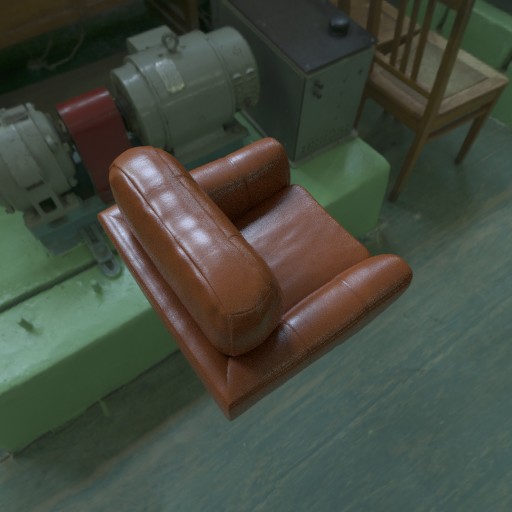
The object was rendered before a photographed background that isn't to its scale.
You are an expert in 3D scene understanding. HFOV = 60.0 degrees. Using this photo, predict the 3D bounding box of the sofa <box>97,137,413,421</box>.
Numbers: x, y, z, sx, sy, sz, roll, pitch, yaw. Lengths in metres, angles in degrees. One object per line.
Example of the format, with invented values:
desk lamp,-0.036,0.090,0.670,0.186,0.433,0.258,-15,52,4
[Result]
sofa,0.000,0.000,1.574,0.789,0.876,0.836,-32,64,-18
